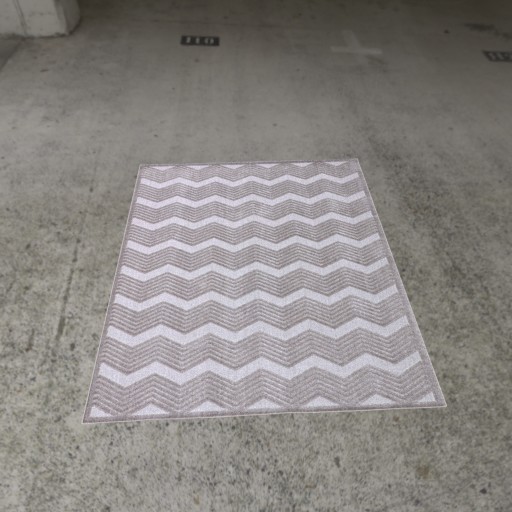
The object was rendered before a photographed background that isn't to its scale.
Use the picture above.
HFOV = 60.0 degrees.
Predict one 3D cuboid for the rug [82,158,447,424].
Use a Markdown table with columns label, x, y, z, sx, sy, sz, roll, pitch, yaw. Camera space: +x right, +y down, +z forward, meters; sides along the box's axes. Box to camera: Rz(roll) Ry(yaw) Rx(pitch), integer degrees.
| label | x | y | z | sx | sy | sz | roll | pitch | yaw |
| --- | --- | --- | --- | --- | --- | --- | --- | --- | --- |
| rug | 0.000 | 0.000 | 3.883 | 2.391 | 0.005 | 2.880 | -2 | 46 | -2 |
